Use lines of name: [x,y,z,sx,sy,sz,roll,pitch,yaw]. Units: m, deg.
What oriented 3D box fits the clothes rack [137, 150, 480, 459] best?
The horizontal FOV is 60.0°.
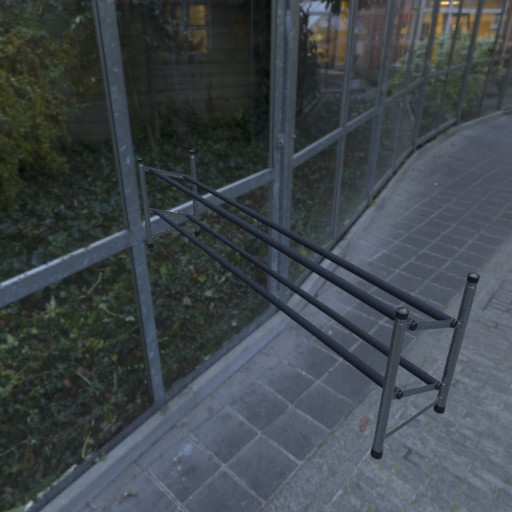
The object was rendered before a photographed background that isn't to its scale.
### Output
clothes rack: [0.000,0.000,1.278,0.229,0.349,1.168,-18,32,-30]
